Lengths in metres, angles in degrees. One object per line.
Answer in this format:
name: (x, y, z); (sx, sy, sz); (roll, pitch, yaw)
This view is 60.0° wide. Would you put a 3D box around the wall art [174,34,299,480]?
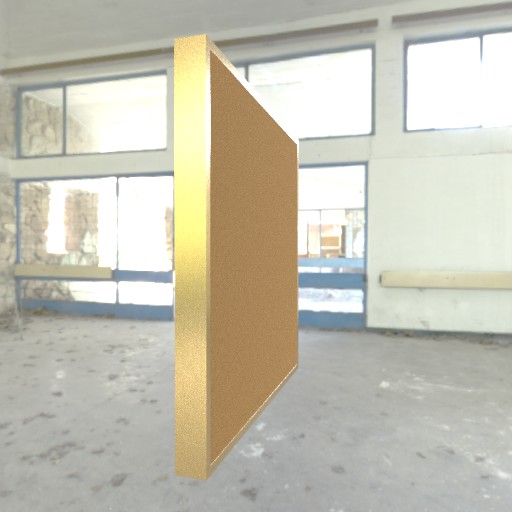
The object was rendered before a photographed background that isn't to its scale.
wall art: (0.000, 0.000, 0.754); (0.040, 0.509, 0.509); (0, 1, 17)
